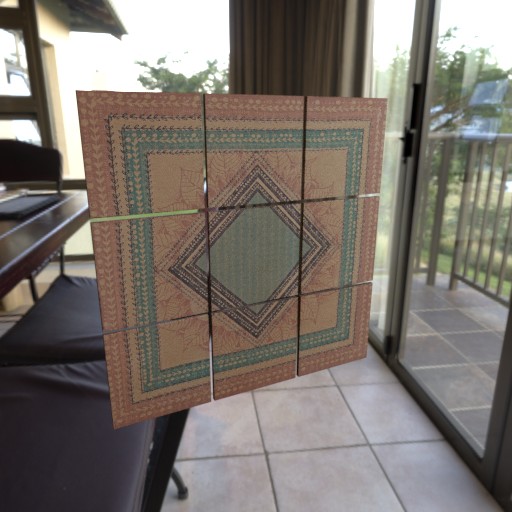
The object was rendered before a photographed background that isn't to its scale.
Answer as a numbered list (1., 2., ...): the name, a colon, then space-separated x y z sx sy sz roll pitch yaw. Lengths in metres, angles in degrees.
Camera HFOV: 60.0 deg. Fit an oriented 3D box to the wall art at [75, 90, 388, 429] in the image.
1. wall art: 0.000 0.000 1.336 0.915 0.914 0.013 -8 19 -25
